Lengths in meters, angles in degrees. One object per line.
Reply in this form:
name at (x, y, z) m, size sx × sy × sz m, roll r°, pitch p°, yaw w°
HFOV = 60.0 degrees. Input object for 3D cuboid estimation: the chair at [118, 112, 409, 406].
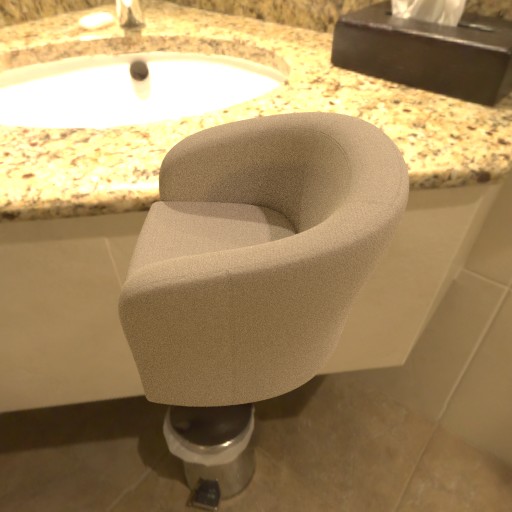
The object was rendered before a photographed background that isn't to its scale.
chair at (0.000, 0.000, 1.463) m, size 0.815 × 0.771 × 0.791 m, roll 0°, pitch 42°, yaw 0°
